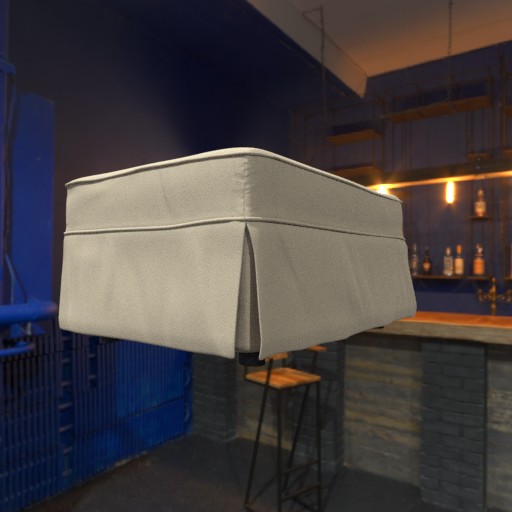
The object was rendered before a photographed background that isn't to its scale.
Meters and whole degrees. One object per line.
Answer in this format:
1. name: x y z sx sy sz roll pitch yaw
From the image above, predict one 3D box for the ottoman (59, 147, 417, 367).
1. ottoman: 0.000 0.000 1.376 0.721 0.482 0.959 -1 -1 37
